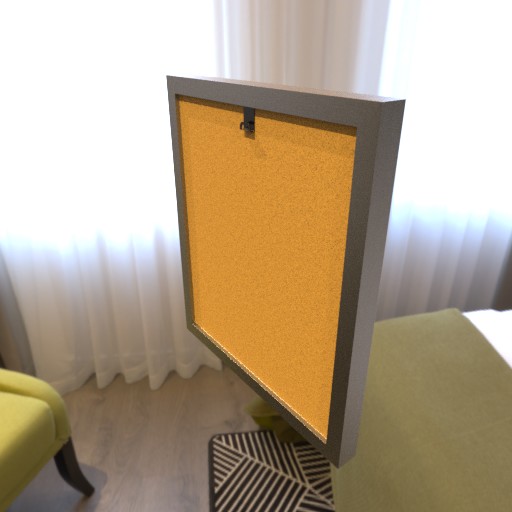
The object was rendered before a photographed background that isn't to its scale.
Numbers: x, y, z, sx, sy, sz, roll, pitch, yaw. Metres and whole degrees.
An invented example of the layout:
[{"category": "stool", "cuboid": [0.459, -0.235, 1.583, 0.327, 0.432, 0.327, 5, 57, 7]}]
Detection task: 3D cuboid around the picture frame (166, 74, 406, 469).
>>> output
[{"category": "picture frame", "cuboid": [0.000, 0.000, 1.331, 0.073, 0.968, 0.839, -19, 32, -33]}]
